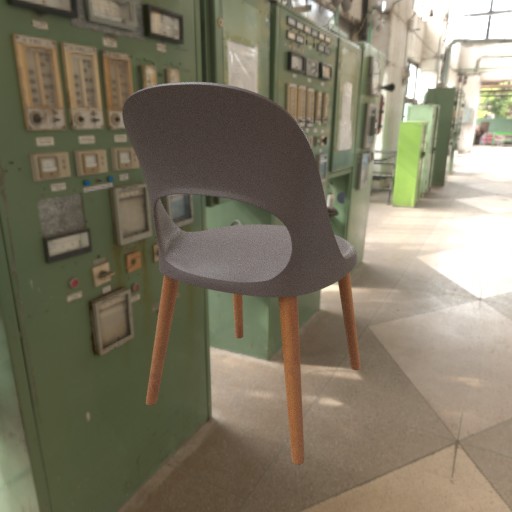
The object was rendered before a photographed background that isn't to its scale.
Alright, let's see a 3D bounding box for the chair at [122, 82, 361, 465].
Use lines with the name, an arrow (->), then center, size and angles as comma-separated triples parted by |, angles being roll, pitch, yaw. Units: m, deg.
chair -> 0.000, 0.000, 1.136 | 0.470, 0.794, 0.556 | 9, 19, 28
